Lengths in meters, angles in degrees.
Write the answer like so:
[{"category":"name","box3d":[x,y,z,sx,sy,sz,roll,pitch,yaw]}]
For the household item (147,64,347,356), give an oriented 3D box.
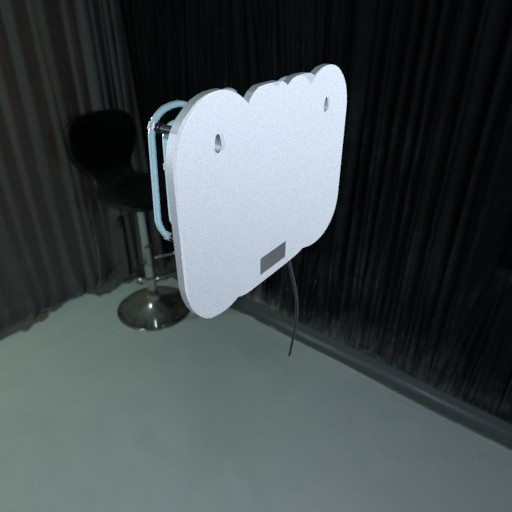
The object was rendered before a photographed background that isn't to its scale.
[{"category":"household item","box3d":[0.000,0.000,0.380,0.042,0.294,0.211,20,36,30]}]
